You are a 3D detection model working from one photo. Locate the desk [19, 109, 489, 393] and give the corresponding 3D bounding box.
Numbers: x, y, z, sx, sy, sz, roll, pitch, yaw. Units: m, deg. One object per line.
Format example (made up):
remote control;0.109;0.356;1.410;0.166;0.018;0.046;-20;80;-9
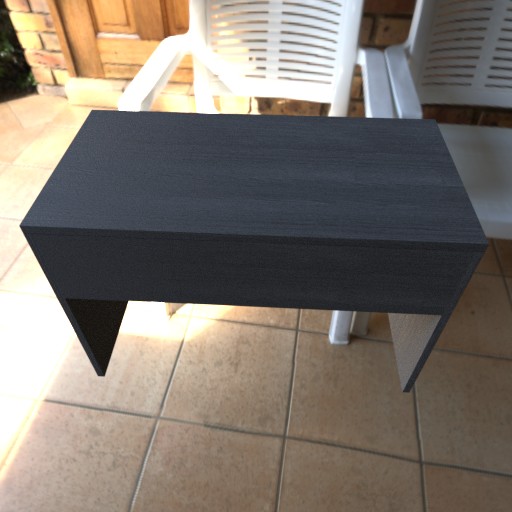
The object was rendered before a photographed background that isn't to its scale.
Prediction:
desk;0.000;0.000;1.490;1.099;0.729;0.557;2;47;2
